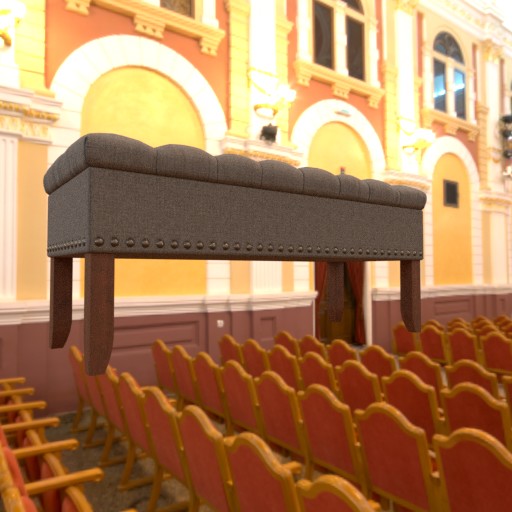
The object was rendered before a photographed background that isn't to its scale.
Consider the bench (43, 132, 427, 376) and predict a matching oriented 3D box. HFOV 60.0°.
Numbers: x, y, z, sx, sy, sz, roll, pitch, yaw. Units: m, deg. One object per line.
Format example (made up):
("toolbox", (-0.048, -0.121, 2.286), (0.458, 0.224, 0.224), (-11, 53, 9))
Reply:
("bench", (0.000, 0.000, 1.265), (1.052, 0.470, 0.417), (1, -2, -35))
